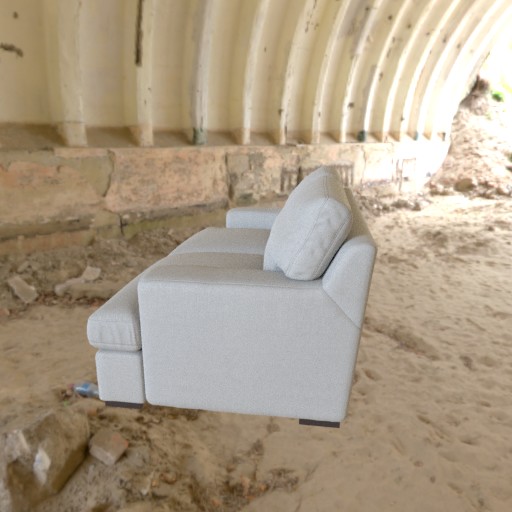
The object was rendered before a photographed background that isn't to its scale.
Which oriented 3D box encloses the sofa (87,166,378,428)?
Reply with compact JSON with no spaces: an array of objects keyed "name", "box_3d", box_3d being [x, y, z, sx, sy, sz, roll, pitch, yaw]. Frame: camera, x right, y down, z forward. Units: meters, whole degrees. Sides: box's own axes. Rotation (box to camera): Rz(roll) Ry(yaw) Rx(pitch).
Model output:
[{"name":"sofa","box_3d":[0.000,0.000,2.556,1.143,0.940,1.880,2,15,8]}]
